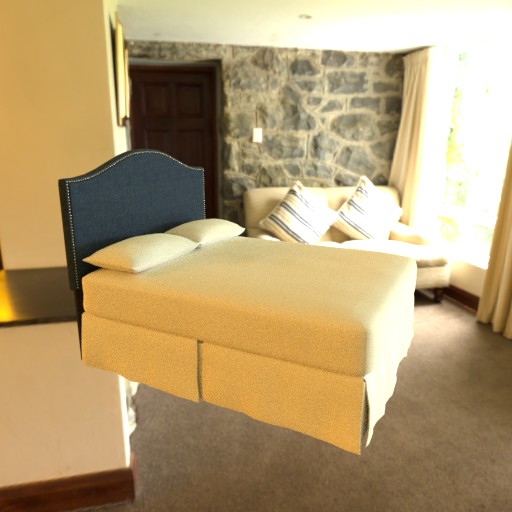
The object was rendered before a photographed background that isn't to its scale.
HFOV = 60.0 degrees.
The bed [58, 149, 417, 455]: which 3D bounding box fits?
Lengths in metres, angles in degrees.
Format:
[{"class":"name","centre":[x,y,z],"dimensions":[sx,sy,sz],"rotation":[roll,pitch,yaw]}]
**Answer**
[{"class":"bed","centre":[0.000,0.000,3.263],"dimensions":[2.153,1.518,1.713],"rotation":[7,16,26]}]
